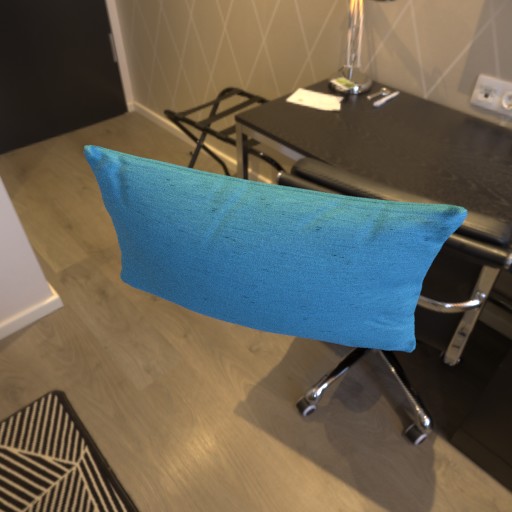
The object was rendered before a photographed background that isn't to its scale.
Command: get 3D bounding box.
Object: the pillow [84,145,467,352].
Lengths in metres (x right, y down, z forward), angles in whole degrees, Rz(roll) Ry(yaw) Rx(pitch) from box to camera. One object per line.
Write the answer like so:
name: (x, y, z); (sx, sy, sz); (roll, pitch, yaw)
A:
pillow: (0.000, 0.000, 0.805); (0.633, 0.338, 0.210); (12, 44, 13)
